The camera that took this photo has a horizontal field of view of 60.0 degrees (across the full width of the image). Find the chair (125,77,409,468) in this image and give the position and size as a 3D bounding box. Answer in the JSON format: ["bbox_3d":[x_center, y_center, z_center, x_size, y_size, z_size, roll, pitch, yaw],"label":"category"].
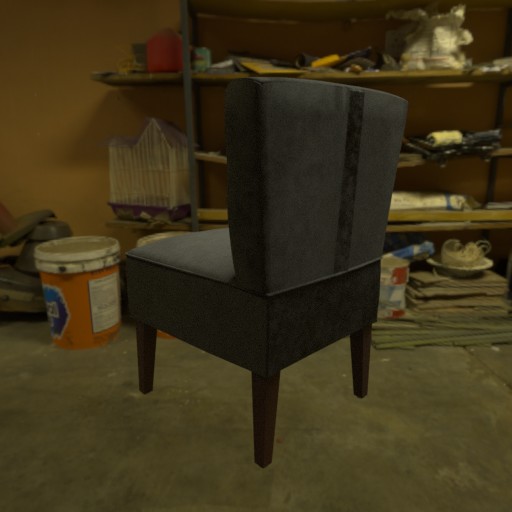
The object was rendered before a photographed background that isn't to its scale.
[{"bbox_3d":[0.000,0.000,1.164,0.521,0.806,0.554,-14,20,-43],"label":"chair"}]
